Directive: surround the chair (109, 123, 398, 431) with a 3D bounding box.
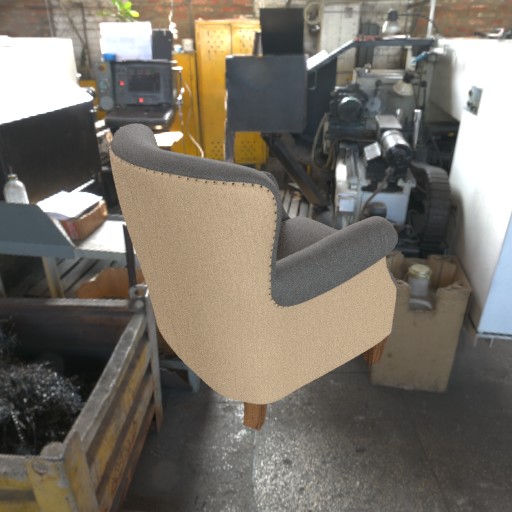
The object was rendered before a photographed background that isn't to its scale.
[{"bbox_3d":[0.000,0.000,1.670,0.921,0.936,0.861,-17,31,-30],"label":"chair"}]
